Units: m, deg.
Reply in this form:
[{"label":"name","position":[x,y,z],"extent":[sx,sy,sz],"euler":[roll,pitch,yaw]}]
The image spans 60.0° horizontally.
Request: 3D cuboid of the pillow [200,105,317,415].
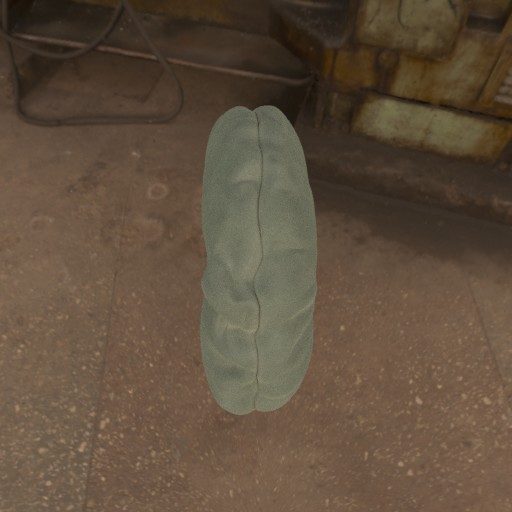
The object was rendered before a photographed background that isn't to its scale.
[{"label":"pillow","position":[0.000,0.000,0.638],"extent":[0.148,0.407,0.428],"euler":[-1,58,0]}]
